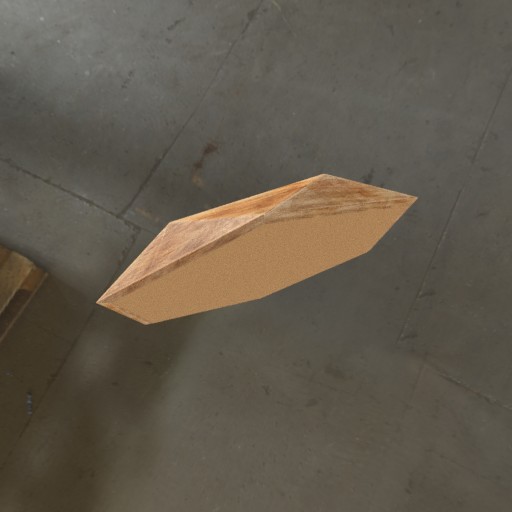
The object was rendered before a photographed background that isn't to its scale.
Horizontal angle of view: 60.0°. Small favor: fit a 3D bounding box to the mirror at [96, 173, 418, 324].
[{"bbox_3d":[0.000,0.000,1.077,0.675,0.779,0.091,-18,76,-5],"label":"mirror"}]
